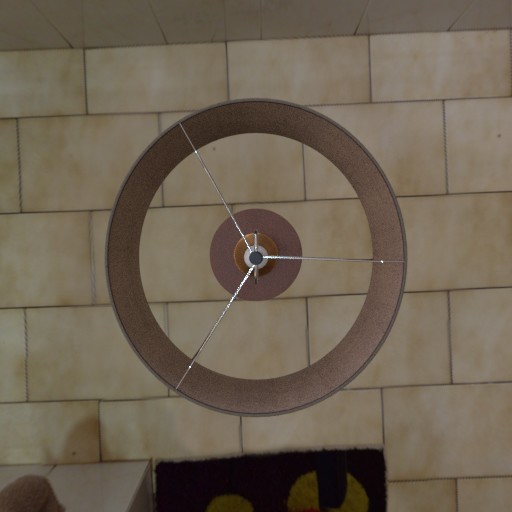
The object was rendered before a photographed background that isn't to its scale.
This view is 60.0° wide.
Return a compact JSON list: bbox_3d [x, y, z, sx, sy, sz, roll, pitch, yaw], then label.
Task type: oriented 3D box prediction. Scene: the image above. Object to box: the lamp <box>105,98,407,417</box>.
[{"bbox_3d":[0.000,0.000,0.843,0.396,0.551,0.417,0,91,0],"label":"lamp"}]
